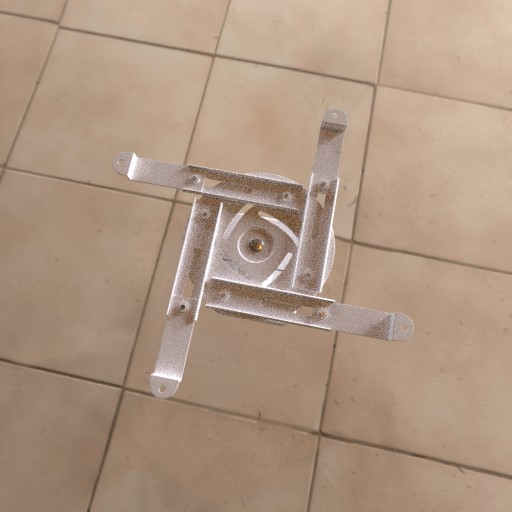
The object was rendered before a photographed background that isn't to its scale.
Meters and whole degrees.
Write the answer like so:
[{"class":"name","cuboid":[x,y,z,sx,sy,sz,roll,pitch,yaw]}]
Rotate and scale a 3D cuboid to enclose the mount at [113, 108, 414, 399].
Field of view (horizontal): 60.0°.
[{"class":"mount","cuboid":[0.000,0.000,0.600,0.394,0.141,0.394,11,76,3]}]
